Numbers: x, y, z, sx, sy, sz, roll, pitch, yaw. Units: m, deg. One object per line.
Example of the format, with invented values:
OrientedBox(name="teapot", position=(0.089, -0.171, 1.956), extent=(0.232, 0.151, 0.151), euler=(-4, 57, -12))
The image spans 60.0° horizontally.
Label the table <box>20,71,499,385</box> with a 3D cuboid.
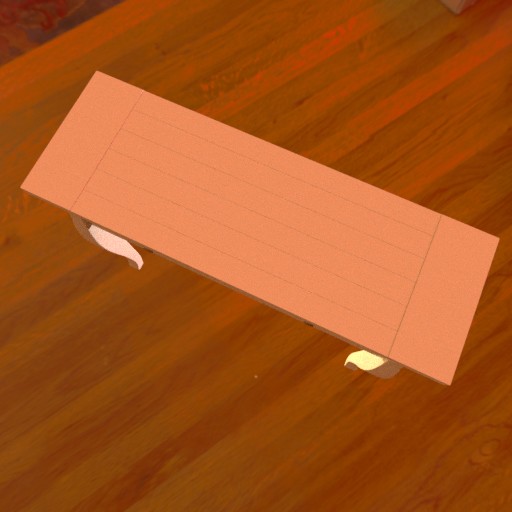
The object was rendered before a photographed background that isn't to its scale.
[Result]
OrientedBox(name="table", position=(0.000, 0.000, 1.399), extent=(1.062, 0.768, 0.373), euler=(24, 76, 6))
